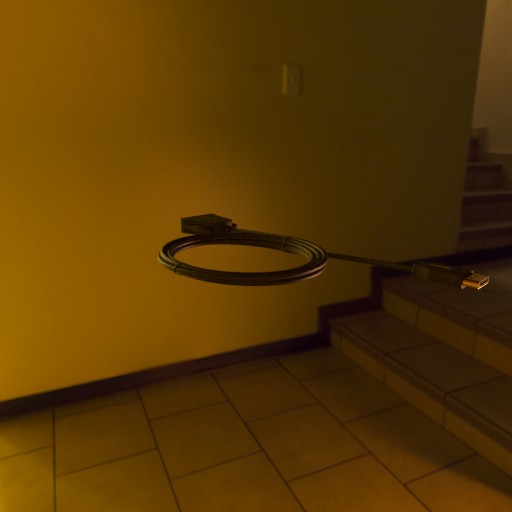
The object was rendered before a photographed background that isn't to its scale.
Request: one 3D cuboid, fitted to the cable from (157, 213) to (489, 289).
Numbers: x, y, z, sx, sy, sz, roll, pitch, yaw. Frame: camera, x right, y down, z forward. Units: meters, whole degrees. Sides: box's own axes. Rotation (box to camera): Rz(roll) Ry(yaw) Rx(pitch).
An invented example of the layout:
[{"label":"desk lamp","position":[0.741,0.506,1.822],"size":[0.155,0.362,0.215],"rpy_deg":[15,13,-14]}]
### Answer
[{"label":"cable","position":[0.000,0.000,0.330],"size":[0.136,0.015,0.281],"rpy_deg":[-14,21,-42]}]
